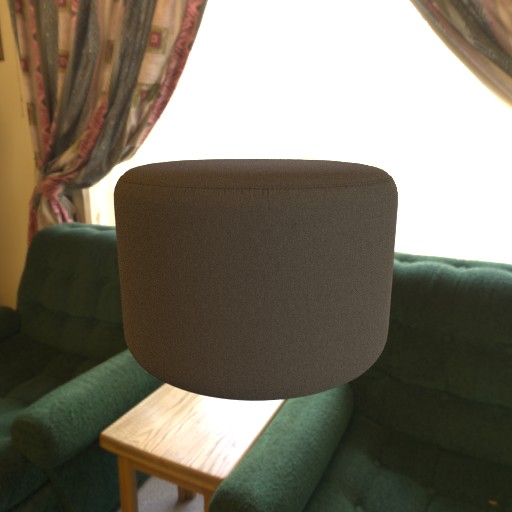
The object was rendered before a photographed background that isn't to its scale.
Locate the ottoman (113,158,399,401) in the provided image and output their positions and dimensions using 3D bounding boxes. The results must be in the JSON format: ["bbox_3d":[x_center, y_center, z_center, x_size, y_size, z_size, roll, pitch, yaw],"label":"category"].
[{"bbox_3d":[0.000,0.000,1.024,0.608,0.433,0.608,0,14,0],"label":"ottoman"}]
